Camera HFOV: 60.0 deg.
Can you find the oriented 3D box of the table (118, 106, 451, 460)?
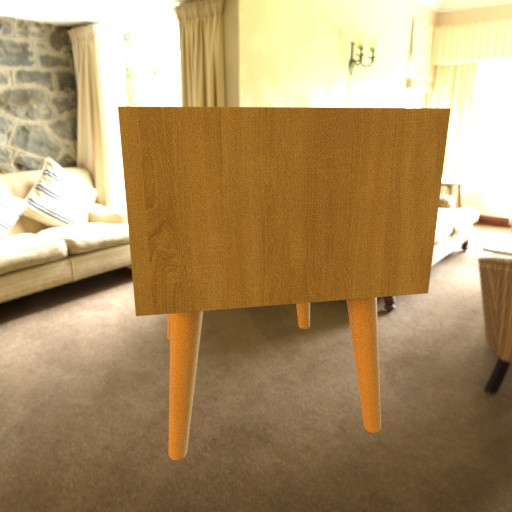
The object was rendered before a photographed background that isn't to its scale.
[{"bbox_3d":[0.000,0.000,0.757,0.370,0.470,0.450,-3,17,-11],"label":"table"}]
